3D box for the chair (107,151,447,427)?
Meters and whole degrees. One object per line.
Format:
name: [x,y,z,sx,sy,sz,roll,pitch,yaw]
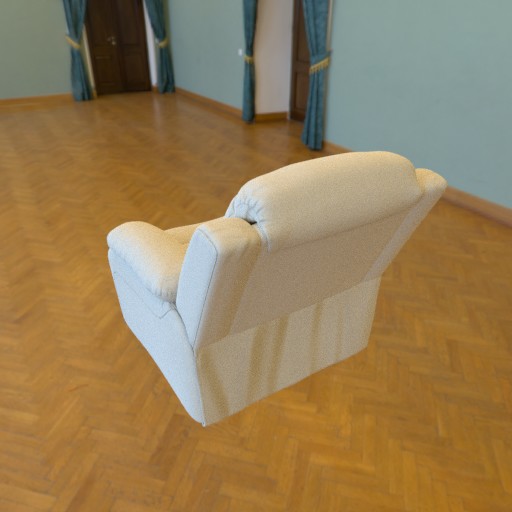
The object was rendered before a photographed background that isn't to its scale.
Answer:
chair: [0.000,0.000,1.241,0.680,0.702,0.709,-17,34,-28]
